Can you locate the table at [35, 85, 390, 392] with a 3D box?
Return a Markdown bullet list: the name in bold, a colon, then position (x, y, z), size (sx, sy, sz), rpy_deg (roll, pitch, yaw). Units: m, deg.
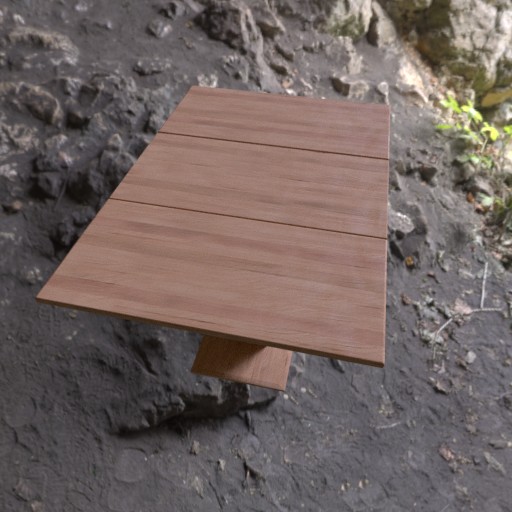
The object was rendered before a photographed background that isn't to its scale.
- **table**: position (0.000, 0.000, 1.811), size (0.900, 0.770, 1.300), rpy_deg (9, 46, 9)
